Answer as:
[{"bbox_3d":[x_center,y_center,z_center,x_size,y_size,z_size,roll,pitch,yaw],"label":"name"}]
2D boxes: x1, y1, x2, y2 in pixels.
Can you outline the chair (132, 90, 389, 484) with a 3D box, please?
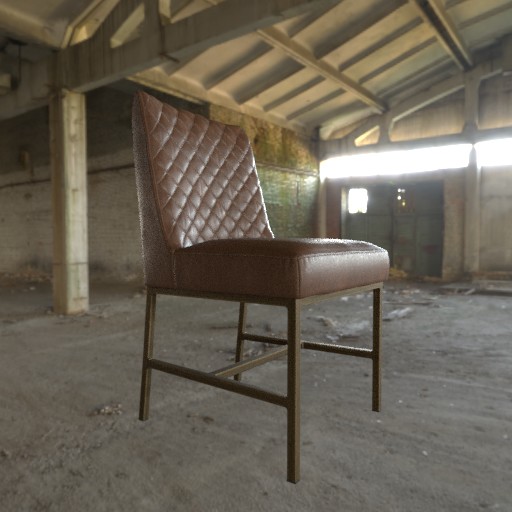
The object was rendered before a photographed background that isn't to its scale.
[{"bbox_3d":[0.000,0.000,1.223,0.587,0.889,0.508,1,3,36],"label":"chair"}]
